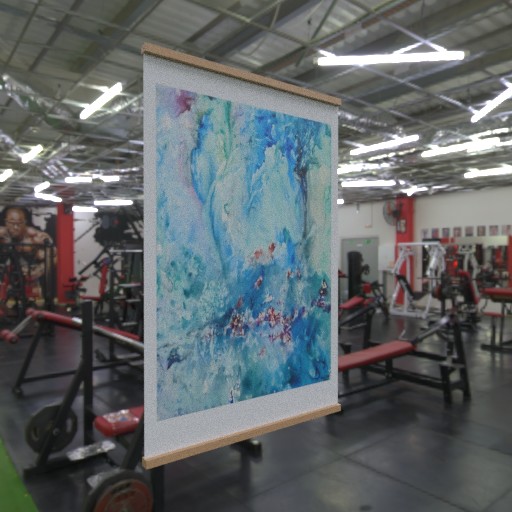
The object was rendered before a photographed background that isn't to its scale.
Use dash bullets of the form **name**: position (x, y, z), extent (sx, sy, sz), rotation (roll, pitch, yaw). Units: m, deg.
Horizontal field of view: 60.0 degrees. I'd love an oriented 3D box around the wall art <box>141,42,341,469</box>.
- **wall art**: position (0.000, 0.000, 0.633), extent (0.335, 0.510, 0.013), rotation (0, 1, -36)
